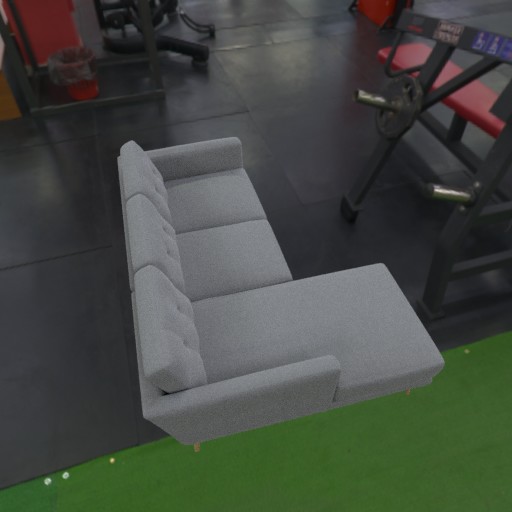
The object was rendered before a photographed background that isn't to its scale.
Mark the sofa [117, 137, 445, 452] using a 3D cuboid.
[{"bbox_3d":[0.000,0.000,2.837,1.530,0.860,2.040,-11,49,-10],"label":"sofa"}]
